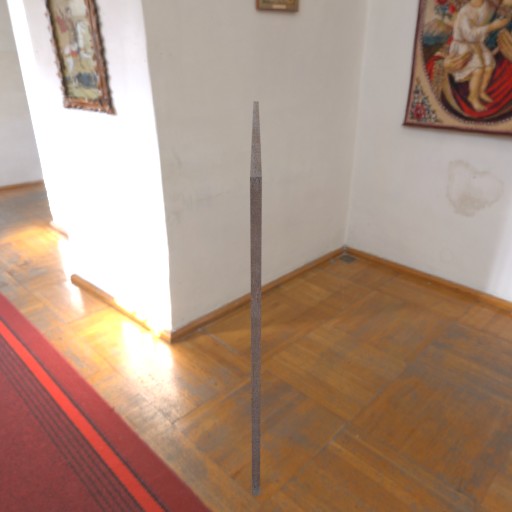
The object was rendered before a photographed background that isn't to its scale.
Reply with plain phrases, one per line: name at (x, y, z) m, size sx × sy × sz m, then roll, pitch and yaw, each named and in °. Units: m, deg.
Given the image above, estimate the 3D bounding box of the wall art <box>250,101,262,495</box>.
wall art at (0.000, 0.000, 1.342) m, size 0.019 × 0.774 × 1.012 m, roll 0°, pitch 26°, yaw 0°
